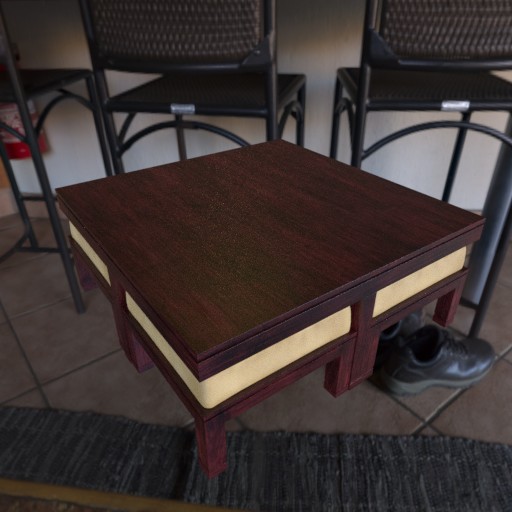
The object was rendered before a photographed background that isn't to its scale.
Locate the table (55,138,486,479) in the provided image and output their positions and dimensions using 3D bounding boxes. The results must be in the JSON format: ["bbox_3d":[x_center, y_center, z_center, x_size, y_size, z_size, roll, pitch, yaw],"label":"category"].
[{"bbox_3d":[0.000,0.000,1.339,0.865,0.356,0.865,-21,37,-30],"label":"table"}]
